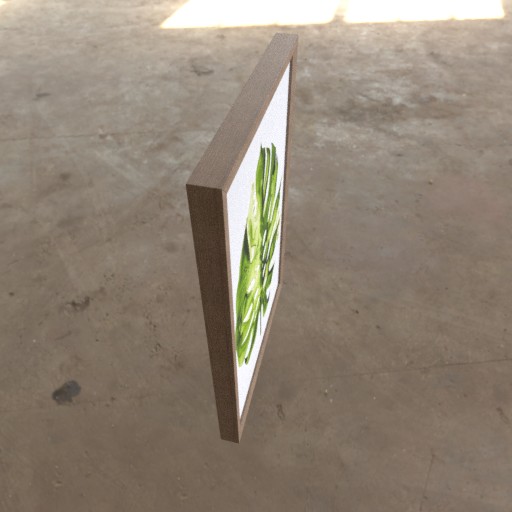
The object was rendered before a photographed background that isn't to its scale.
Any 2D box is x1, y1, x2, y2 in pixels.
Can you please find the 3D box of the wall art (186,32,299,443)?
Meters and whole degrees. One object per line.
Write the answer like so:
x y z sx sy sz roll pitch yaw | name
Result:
0.000 0.000 0.660 0.031 0.509 0.356 10 46 10 | wall art
